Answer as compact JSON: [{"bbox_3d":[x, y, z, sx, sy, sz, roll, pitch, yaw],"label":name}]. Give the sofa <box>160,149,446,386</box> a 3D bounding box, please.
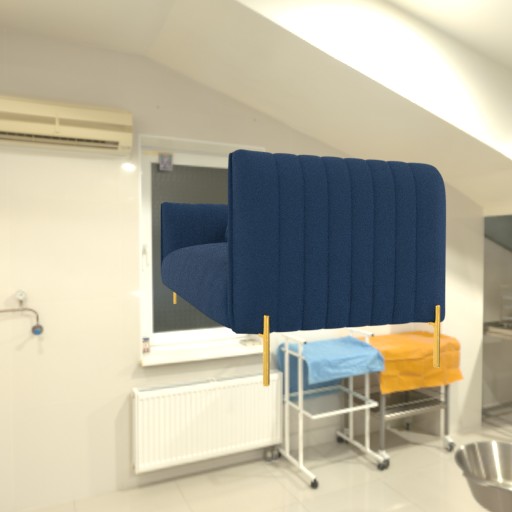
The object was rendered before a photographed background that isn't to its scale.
[{"bbox_3d":[0.000,0.000,2.545,0.896,0.793,2.136,-1,2,-18],"label":"sofa"}]
